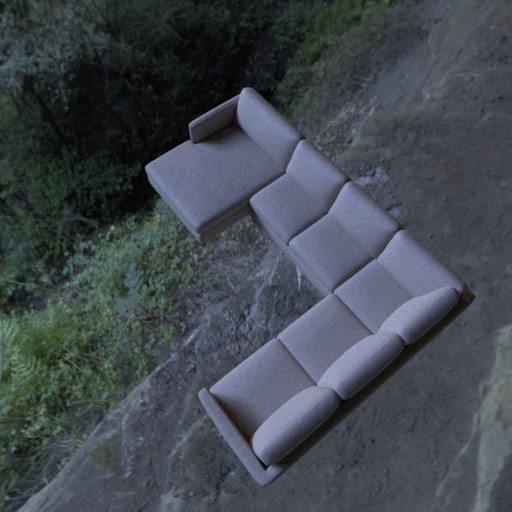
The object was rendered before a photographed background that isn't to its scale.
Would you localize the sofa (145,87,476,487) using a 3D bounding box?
[{"bbox_3d":[0.000,0.000,4.515,2.551,0.889,3.403,-35,69,-16],"label":"sofa"}]
